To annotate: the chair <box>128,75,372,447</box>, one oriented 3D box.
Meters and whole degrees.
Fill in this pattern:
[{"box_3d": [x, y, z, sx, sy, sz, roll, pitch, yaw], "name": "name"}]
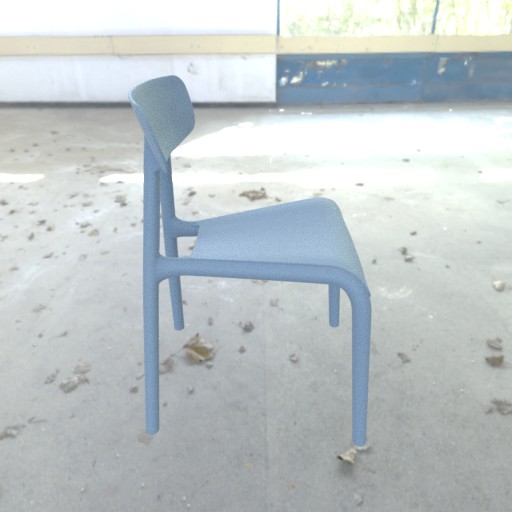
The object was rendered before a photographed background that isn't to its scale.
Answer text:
[{"box_3d": [0.000, 0.000, 0.802, 0.401, 0.580, 0.356, 0, 30, 1], "name": "chair"}]
